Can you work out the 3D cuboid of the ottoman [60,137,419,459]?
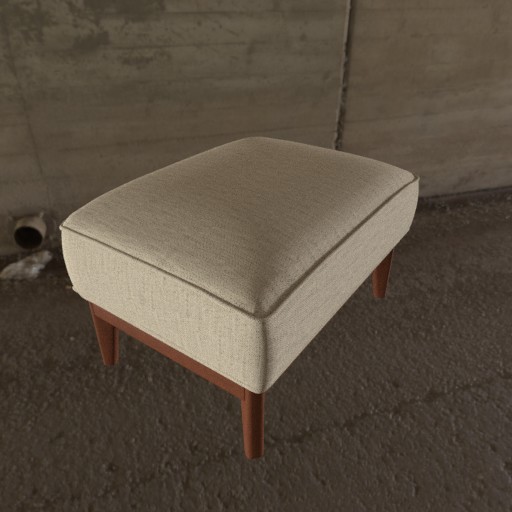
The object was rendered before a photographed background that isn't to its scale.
[{"bbox_3d":[0.000,0.000,1.184,0.594,0.465,0.794,20,37,30],"label":"ottoman"}]
